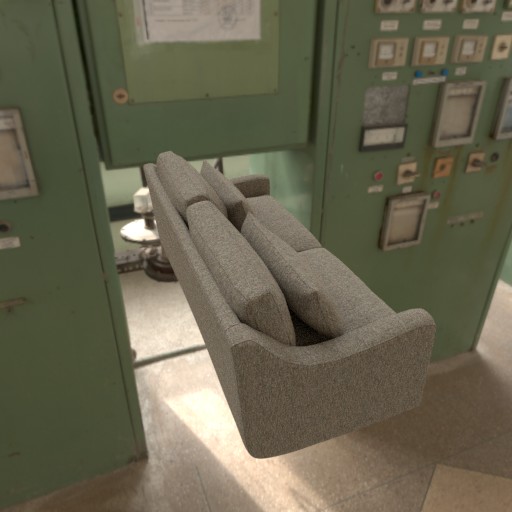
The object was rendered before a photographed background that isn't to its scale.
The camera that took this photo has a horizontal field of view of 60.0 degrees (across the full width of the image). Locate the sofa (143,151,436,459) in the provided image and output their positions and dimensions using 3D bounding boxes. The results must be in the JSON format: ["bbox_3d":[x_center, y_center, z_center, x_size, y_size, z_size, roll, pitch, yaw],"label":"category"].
[{"bbox_3d":[0.000,0.000,3.039,1.103,0.998,2.418,-11,31,-18],"label":"sofa"}]
